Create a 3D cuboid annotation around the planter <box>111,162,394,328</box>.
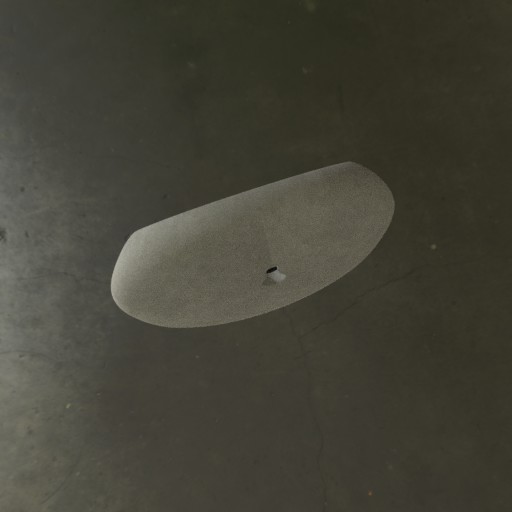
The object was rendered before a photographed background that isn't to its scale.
[{"bbox_3d":[0.000,0.000,0.290,0.185,0.188,0.071,-19,76,-5],"label":"planter"}]
